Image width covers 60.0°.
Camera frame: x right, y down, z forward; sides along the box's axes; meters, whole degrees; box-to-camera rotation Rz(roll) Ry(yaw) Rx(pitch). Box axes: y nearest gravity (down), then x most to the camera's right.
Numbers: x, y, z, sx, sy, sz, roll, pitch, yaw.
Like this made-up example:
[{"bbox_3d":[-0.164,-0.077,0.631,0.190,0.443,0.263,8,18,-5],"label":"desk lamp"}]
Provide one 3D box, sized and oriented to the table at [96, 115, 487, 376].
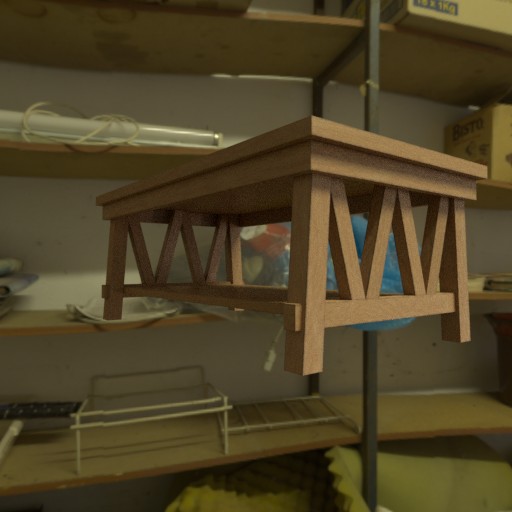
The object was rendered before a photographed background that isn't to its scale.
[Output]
[{"bbox_3d":[0.000,0.000,1.562,0.711,0.507,1.270,1,-2,-38],"label":"table"}]
